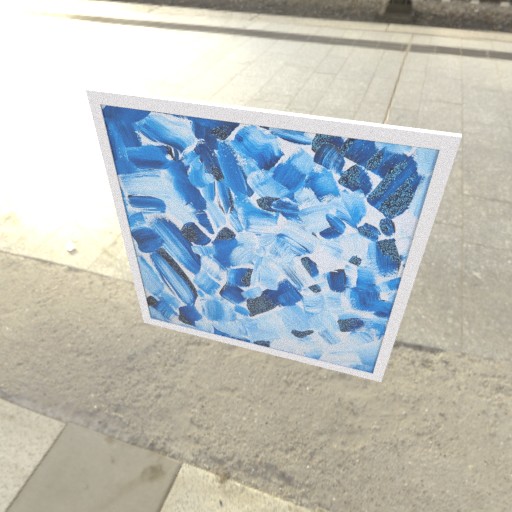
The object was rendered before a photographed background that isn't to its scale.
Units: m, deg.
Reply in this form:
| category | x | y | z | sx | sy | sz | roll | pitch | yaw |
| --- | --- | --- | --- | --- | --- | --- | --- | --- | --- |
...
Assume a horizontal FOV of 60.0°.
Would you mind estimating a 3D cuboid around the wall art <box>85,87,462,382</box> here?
| category | x | y | z | sx | sy | sz | roll | pitch | yaw |
| --- | --- | --- | --- | --- | --- | --- | --- | --- | --- |
| wall art | 0.000 | 0.000 | 1.194 | 0.812 | 0.812 | 0.015 | 11 | 42 | 13 |
